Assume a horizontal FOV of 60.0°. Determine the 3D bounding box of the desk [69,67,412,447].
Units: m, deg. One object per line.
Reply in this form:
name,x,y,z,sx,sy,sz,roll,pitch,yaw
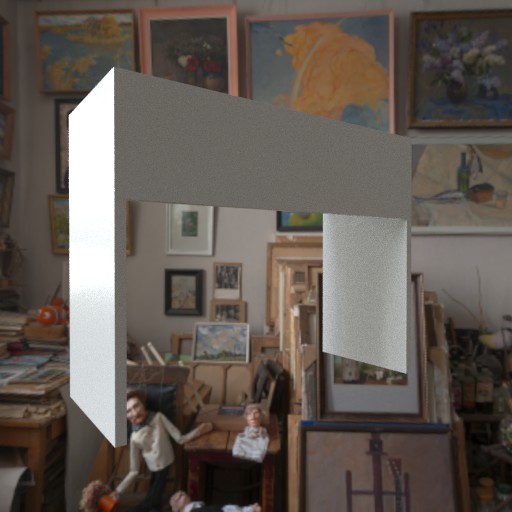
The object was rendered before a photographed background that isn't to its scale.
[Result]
desk,0.000,0.000,1.371,1.000,0.790,0.400,0,1,-35
